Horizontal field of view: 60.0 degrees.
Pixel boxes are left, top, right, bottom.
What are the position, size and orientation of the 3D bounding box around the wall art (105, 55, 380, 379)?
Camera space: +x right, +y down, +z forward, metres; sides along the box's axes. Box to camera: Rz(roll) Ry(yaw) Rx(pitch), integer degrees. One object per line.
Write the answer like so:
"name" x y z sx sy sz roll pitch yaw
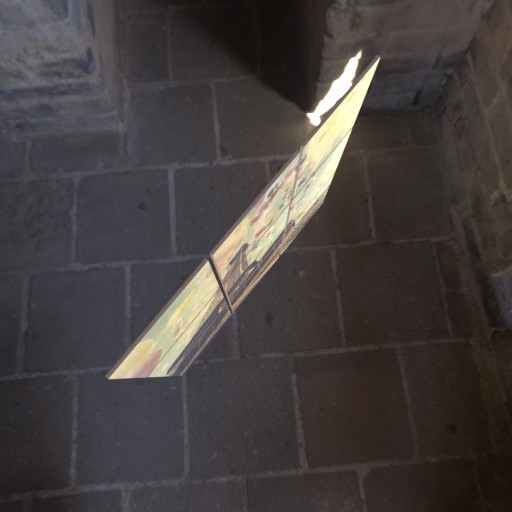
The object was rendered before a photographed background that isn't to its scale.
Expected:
"wall art" 0.000 0.000 1.832 0.013 1.218 1.219 37 78 9
